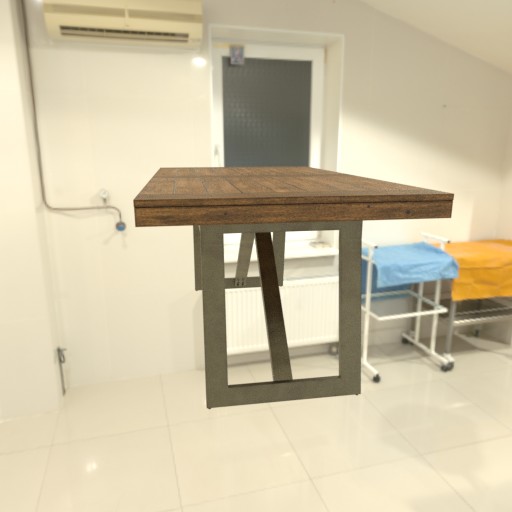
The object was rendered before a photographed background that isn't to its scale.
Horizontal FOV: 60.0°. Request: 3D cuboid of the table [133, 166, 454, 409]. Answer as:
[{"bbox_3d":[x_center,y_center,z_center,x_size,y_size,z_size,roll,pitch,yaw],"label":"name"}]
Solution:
[{"bbox_3d":[0.000,0.000,2.130,0.931,0.757,1.641,-2,14,-9],"label":"table"}]
